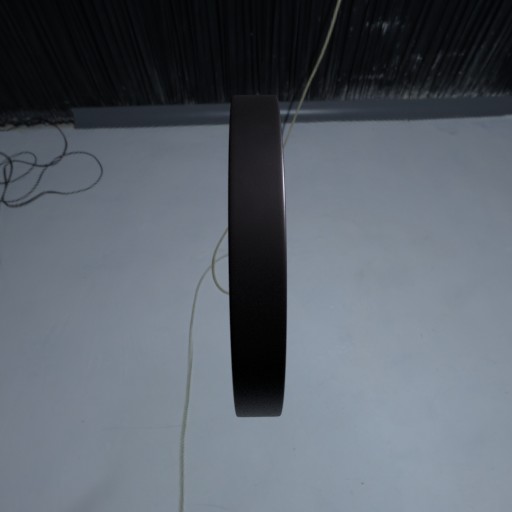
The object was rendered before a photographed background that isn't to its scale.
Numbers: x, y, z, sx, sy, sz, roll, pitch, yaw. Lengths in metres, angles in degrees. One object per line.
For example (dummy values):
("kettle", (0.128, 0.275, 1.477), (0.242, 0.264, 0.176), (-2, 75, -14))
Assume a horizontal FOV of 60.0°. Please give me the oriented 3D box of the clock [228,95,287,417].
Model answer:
("clock", (0.000, 0.000, 0.459), (0.040, 0.314, 0.314), (-1, 63, 0))
